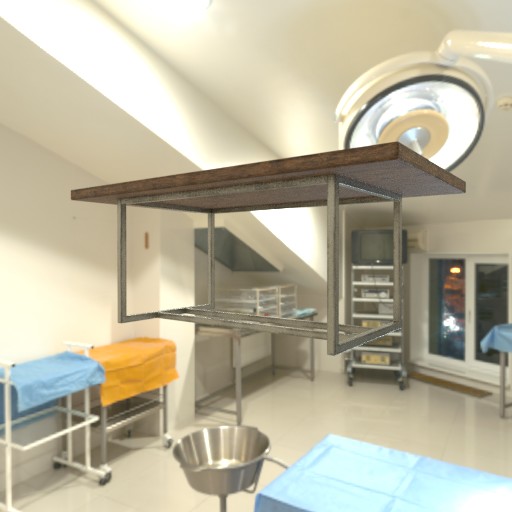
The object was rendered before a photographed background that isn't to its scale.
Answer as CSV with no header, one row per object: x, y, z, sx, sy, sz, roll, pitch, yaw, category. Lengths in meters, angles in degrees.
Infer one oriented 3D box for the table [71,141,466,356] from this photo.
0.000,0.000,2.523,1.989,0.795,1.078,0,1,36,table
